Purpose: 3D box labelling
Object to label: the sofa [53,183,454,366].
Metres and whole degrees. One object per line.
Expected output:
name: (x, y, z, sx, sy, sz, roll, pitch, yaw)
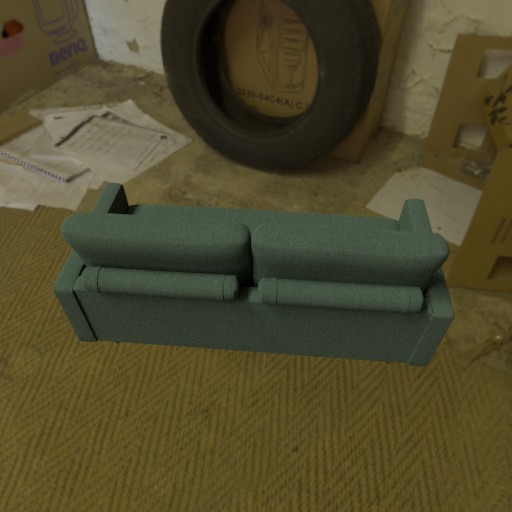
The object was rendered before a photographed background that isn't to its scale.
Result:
sofa: (0.000, 0.000, 2.590, 2.010, 1.050, 0.966, 4, 47, 3)
